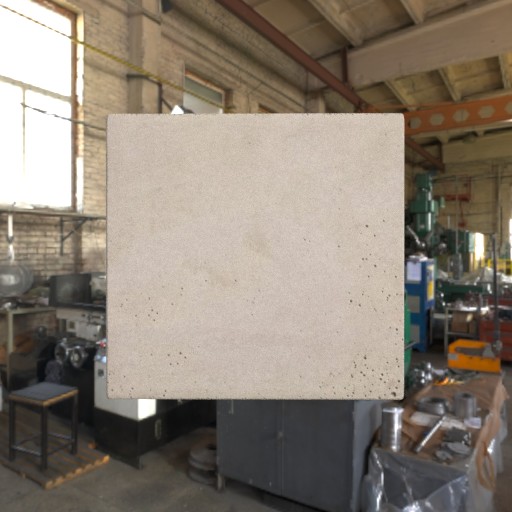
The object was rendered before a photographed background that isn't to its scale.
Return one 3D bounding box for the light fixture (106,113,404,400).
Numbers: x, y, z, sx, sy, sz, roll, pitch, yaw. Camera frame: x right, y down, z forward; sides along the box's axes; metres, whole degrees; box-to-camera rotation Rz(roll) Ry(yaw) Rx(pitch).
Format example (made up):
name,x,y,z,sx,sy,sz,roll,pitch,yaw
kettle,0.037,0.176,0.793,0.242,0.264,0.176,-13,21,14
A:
name,x,y,z,sx,sy,sz,roll,pitch,yaw
light fixture,0.000,0.000,0.237,0.121,0.121,0.143,0,0,0
